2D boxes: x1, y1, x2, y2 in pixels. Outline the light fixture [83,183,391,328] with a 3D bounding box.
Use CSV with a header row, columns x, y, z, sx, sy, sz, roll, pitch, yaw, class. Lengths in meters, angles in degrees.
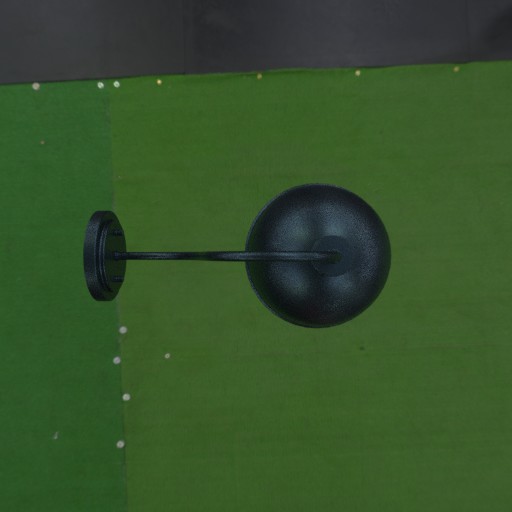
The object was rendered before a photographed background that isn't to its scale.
x,y,z,sx,sy,sz,roll,pitch,yaw,class
0.000,0.000,0.633,0.467,0.295,0.253,0,90,0,light fixture
